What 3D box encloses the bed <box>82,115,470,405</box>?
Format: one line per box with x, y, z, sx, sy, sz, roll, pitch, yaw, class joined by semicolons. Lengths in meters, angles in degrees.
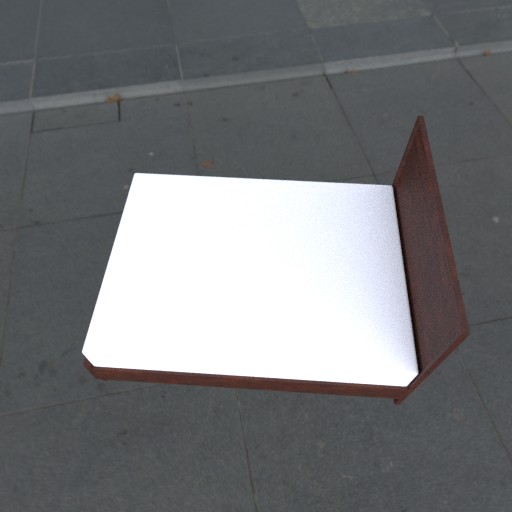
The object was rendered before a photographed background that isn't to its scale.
0.000;0.000;3.153;2.184;1.270;1.600;3;57;2;bed
